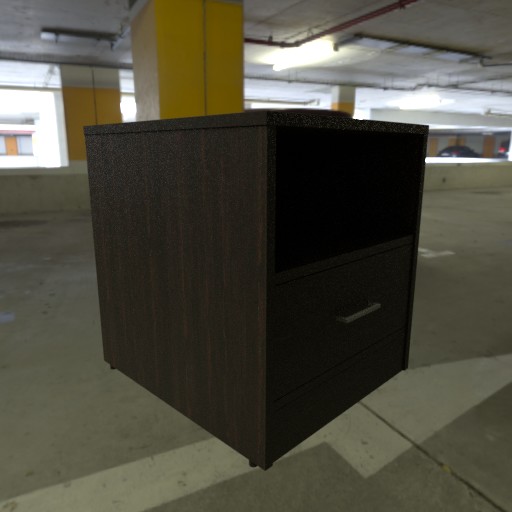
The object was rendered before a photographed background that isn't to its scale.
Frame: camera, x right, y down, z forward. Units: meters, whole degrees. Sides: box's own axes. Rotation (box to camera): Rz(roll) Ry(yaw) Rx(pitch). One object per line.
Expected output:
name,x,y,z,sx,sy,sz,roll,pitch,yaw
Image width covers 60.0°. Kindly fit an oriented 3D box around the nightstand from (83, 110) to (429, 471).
nightstand,0.000,0.000,0.813,0.461,0.460,0.400,13,19,43
